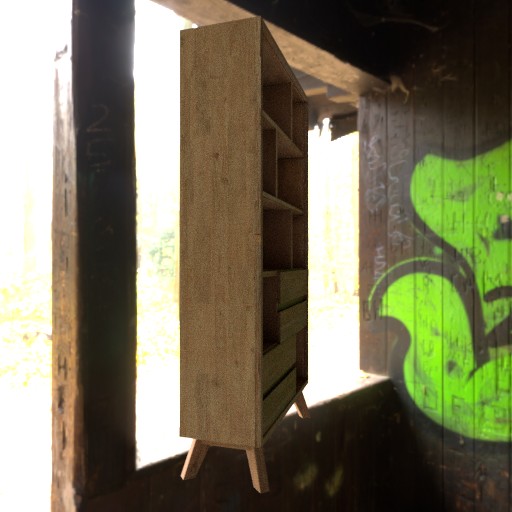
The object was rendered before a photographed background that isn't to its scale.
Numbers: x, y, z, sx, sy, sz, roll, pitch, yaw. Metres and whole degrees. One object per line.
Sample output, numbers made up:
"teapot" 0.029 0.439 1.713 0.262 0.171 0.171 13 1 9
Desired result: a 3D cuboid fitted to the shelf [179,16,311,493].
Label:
"shelf" 0.000 0.000 1.754 0.308 1.471 0.748 0 0 18
